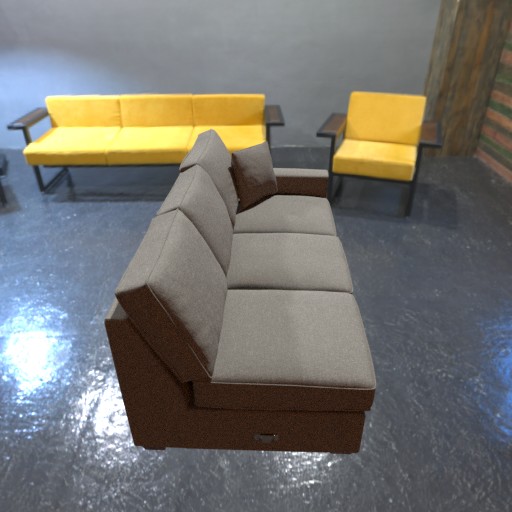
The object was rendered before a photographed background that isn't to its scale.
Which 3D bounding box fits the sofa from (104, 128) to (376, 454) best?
[{"bbox_3d":[0.000,0.000,2.536,1.034,0.946,1.963,1,31,2],"label":"sofa"}]
